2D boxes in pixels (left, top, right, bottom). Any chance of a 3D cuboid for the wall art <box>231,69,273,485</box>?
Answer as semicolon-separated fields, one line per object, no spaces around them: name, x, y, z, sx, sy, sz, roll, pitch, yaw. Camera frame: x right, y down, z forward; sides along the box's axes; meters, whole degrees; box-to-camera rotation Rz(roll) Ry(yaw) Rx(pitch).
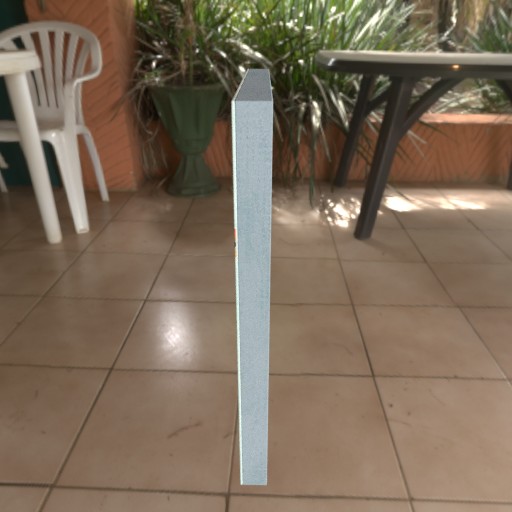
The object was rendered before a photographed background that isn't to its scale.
wall art;0.000;0.000;0.686;0.037;0.509;0.409;0;26;1
